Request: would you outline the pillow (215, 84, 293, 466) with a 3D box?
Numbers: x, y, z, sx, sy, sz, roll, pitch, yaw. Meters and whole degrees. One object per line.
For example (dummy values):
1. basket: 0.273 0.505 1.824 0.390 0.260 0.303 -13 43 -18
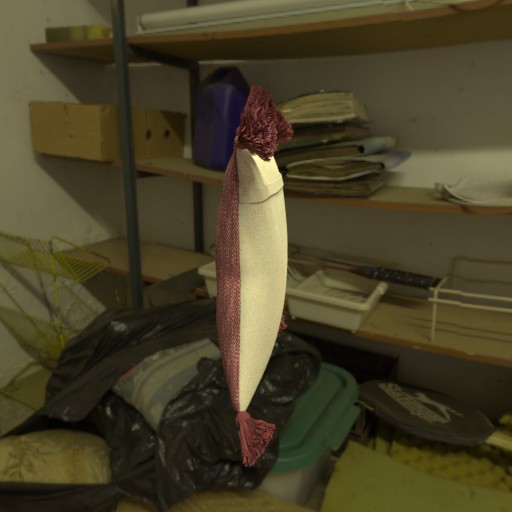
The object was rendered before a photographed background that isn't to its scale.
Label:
1. pillow: 0.000 0.000 0.974 0.138 0.659 0.641 2 14 7
